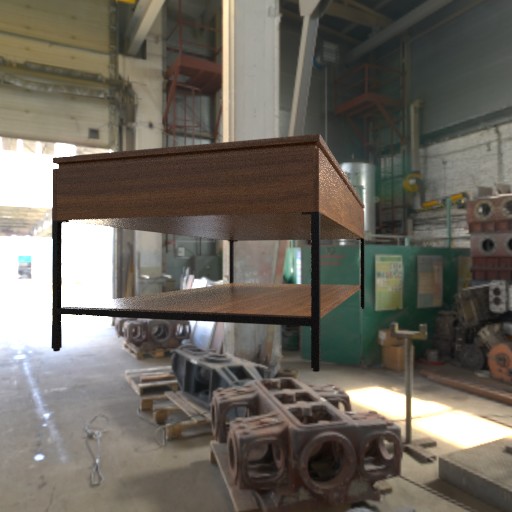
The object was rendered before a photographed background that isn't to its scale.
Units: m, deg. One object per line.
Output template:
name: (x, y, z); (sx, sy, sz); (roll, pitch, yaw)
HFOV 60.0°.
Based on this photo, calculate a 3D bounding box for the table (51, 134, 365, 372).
table: (0.000, 0.000, 1.360); (0.574, 0.414, 1.057); (0, -1, 18)
